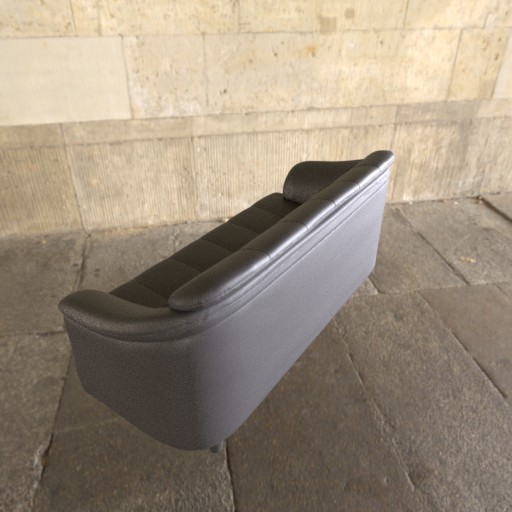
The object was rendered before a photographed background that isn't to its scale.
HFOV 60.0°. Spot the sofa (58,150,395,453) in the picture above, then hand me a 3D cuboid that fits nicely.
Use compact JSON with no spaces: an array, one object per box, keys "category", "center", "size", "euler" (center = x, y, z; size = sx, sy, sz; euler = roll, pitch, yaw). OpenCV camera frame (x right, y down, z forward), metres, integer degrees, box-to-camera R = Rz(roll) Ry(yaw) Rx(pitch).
[{"category":"sofa","center":[0.000,0.000,2.196],"size":[0.800,0.811,1.829],"euler":[20,37,29]}]
